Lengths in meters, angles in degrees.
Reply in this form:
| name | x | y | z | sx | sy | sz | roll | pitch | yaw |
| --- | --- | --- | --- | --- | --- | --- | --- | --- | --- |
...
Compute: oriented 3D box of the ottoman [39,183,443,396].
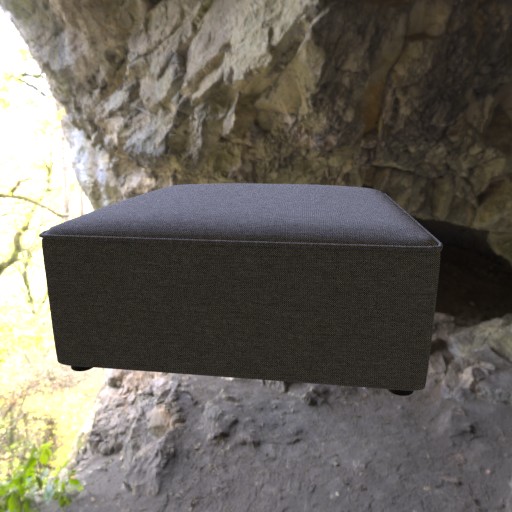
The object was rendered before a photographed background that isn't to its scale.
| name | x | y | z | sx | sy | sz | roll | pitch | yaw |
| --- | --- | --- | --- | --- | --- | --- | --- | --- | --- |
| ottoman | 0.000 | 0.000 | 1.575 | 1.005 | 0.455 | 1.005 | 2 | 15 | 8 |
